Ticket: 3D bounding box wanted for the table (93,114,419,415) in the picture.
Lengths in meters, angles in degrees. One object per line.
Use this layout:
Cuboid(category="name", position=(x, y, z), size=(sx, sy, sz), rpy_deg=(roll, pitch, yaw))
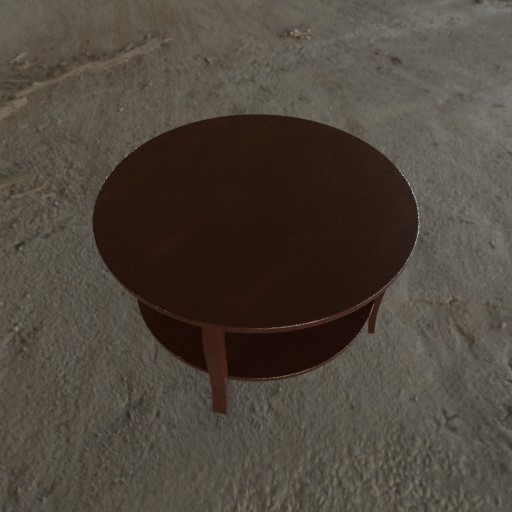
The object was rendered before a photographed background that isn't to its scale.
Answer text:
Cuboid(category="table", position=(0.000, 0.000, 1.457), size=(0.911, 0.512, 0.911), rpy_deg=(0, 47, 0))
